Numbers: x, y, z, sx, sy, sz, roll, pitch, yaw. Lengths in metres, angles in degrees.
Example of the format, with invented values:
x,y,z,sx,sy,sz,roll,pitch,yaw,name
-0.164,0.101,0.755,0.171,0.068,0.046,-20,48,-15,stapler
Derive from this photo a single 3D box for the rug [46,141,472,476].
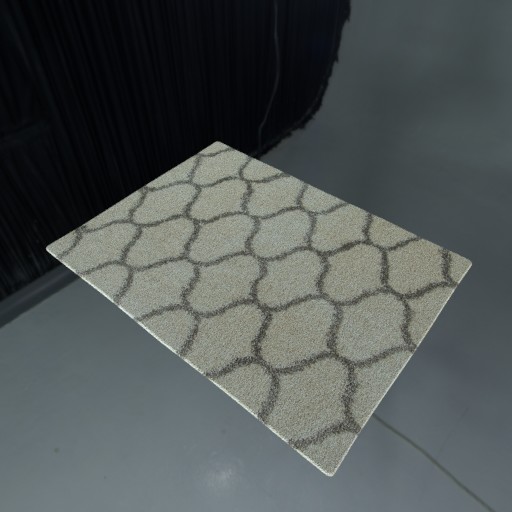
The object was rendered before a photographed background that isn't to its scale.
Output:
x,y,z,sx,sy,sz,roll,pitch,yaw,name
0.000,0.000,2.070,1.600,0.025,1.200,31,54,26,rug
